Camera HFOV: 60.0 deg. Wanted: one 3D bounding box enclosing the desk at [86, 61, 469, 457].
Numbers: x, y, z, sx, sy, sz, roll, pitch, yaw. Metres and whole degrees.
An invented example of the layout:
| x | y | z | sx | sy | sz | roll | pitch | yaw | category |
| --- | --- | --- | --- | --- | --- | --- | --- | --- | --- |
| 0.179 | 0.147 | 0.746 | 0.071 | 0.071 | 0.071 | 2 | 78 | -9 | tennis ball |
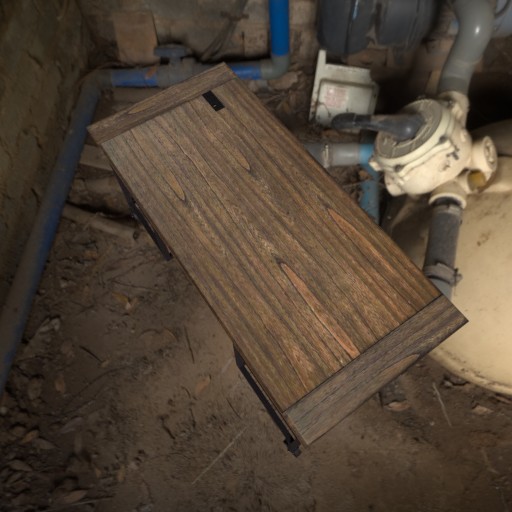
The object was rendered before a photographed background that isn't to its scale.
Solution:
| x | y | z | sx | sy | sz | roll | pitch | yaw | category |
| --- | --- | --- | --- | --- | --- | --- | --- | --- | --- |
| 0.000 | 0.000 | 2.057 | 0.711 | 0.751 | 1.590 | -32 | 68 | -15 | desk |
